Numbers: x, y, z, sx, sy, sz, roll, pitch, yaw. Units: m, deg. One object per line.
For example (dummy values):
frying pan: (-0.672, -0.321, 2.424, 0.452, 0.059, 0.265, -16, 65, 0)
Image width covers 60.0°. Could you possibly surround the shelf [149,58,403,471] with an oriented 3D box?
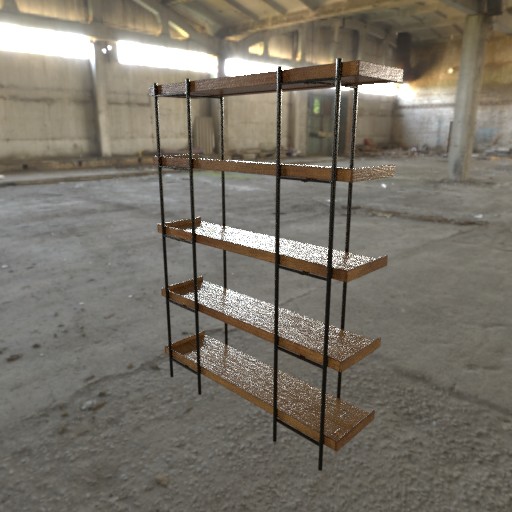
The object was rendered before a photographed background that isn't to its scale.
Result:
shelf: (0.000, 0.000, 2.418, 1.371, 1.826, 0.379, 15, 21, 42)
